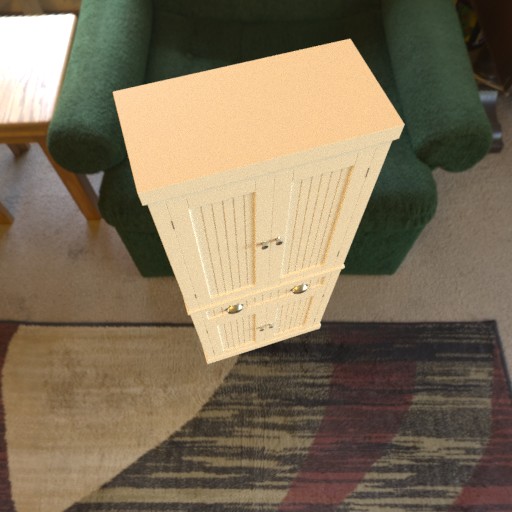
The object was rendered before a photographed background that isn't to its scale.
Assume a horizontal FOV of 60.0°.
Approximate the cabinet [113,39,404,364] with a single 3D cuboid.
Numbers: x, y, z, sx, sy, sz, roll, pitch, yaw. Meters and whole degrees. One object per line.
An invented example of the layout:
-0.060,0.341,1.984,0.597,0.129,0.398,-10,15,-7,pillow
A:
0.000,0.000,2.075,0.754,1.829,0.390,-16,64,-8,cabinet
